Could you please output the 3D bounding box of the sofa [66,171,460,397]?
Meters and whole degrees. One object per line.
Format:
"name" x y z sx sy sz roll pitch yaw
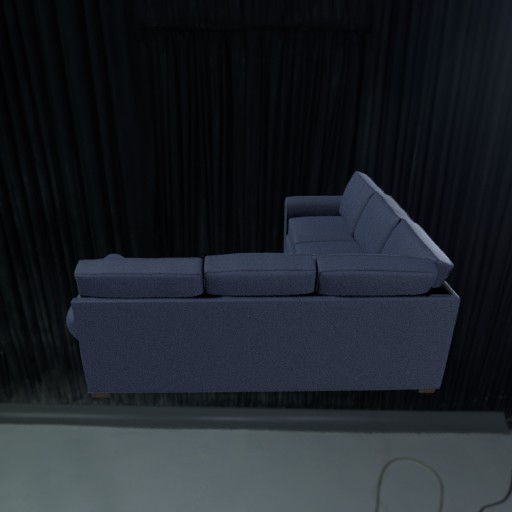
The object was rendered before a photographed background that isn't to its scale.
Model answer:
"sofa" 0.000 0.000 4.027 2.562 1.042 2.487 0 25 -1
